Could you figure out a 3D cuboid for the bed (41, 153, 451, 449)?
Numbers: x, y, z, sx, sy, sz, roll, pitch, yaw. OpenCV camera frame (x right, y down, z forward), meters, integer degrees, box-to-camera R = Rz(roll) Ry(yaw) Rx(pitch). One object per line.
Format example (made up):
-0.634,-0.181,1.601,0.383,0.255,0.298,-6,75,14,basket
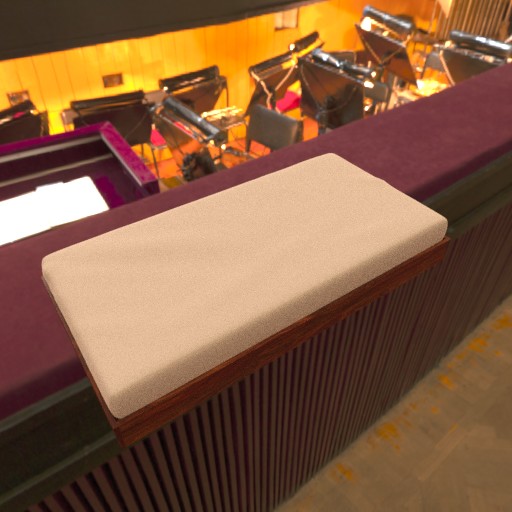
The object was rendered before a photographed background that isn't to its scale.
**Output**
0.000,0.000,2.231,1.860,0.312,0.940,-24,46,-26,bed
